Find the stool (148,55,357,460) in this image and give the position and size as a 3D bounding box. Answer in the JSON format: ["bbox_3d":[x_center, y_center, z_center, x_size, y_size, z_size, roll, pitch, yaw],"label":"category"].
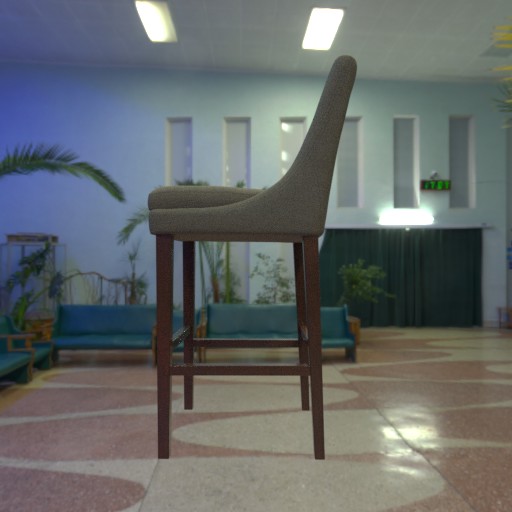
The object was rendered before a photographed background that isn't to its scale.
[{"bbox_3d":[0.000,0.000,1.382,0.577,1.078,0.470,0,-1,1],"label":"stool"}]
